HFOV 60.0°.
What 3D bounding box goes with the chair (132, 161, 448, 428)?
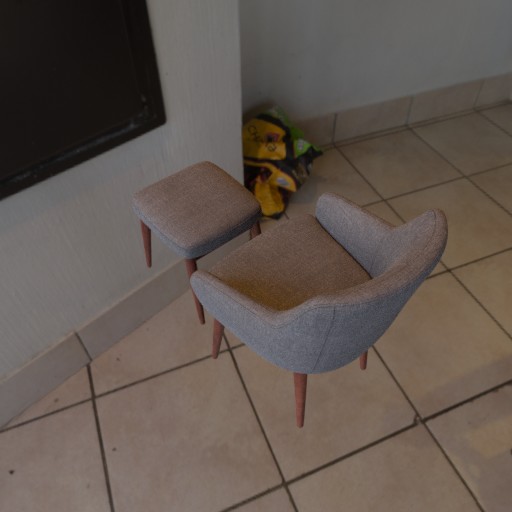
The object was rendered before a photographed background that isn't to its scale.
[{"bbox_3d":[0.000,0.000,1.538,0.584,0.799,1.107,-32,55,-26],"label":"chair"}]
